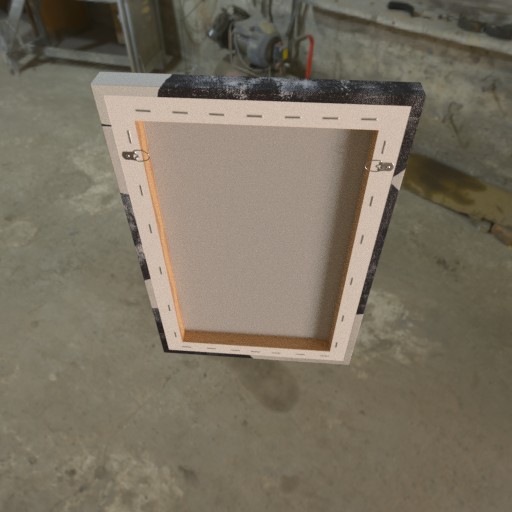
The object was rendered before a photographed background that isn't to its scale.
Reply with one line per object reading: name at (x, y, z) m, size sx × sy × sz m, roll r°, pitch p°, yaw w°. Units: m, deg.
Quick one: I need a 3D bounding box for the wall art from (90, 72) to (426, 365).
wall art at (0.000, 0.000, 0.765) m, size 0.407 × 0.610 × 0.039 m, roll 3°, pitch 46°, yaw 3°
